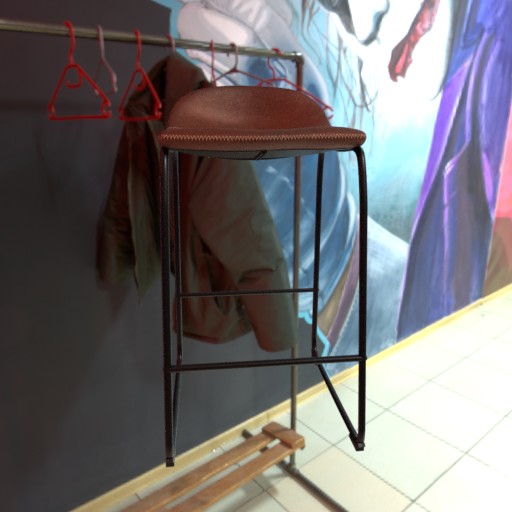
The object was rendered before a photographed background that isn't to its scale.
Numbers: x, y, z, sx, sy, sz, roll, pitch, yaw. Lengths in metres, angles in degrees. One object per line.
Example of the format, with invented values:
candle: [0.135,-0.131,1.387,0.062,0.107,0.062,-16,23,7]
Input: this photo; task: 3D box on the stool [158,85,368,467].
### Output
stool: [0.000,0.000,1.104,0.454,0.830,0.473,-2,17,-6]
